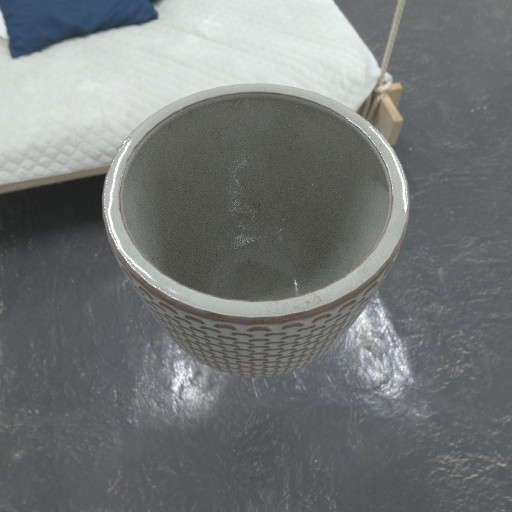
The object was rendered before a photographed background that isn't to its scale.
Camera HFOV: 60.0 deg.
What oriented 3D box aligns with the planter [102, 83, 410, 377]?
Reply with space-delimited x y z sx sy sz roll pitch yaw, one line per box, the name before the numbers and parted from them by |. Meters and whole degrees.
planter | 0.000 0.000 0.254 0.139 0.130 0.139 0 58 0
